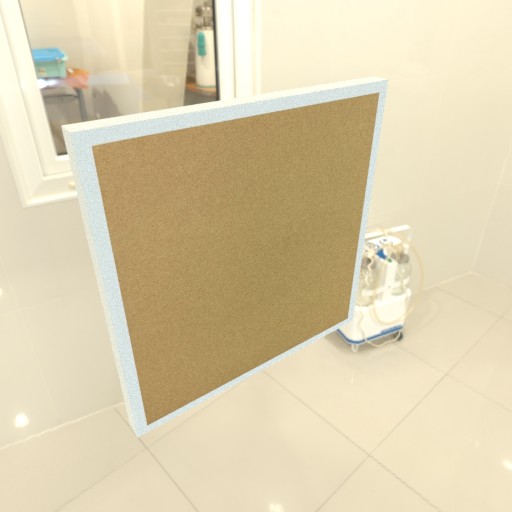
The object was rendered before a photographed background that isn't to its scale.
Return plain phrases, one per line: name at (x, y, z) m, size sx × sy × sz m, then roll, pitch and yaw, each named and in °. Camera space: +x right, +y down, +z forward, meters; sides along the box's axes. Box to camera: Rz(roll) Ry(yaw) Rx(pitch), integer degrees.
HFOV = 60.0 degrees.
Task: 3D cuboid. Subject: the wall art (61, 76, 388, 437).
wall art at (0.000, 0.000, 0.447) m, size 0.307 × 0.307 × 0.020 m, roll -21°, pitch 37°, yaw -30°
